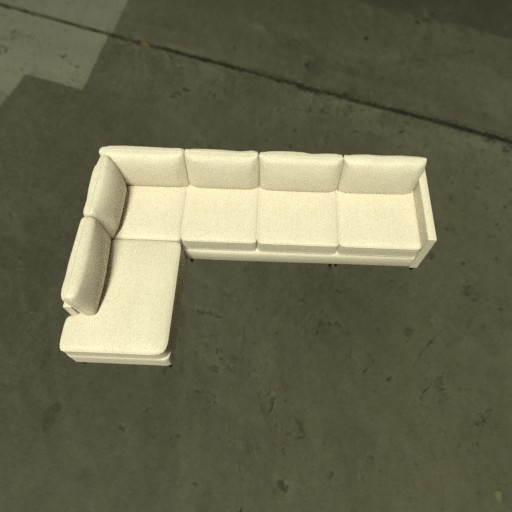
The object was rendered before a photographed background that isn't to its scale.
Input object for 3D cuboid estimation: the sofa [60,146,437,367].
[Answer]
[{"bbox_3d":[0.000,0.000,4.329,3.384,0.996,2.048,2,63,1],"label":"sofa"}]
